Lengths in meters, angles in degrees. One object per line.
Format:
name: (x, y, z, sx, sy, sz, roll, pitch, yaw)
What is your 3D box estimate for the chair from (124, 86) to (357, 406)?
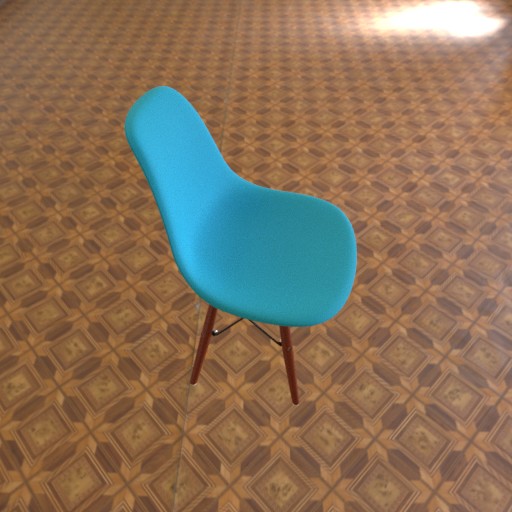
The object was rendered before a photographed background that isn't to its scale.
chair: (0.000, 0.000, 1.204, 0.533, 0.826, 0.470, 10, 48, 10)
